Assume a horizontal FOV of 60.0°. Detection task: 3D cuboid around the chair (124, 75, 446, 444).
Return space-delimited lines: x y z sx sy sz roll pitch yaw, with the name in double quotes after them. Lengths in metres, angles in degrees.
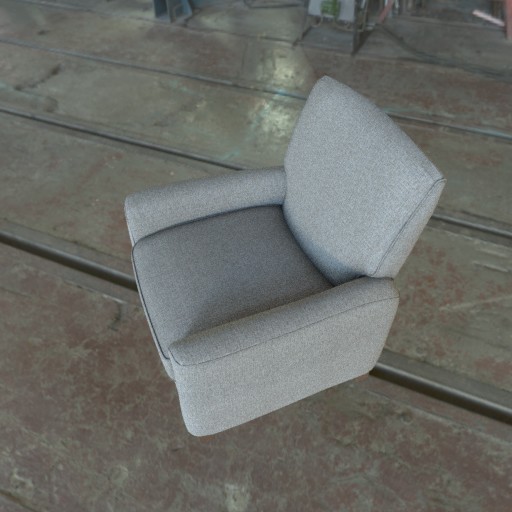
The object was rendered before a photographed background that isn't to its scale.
0.000 0.000 1.621 0.864 1.014 0.848 -16 48 -15 "chair"
